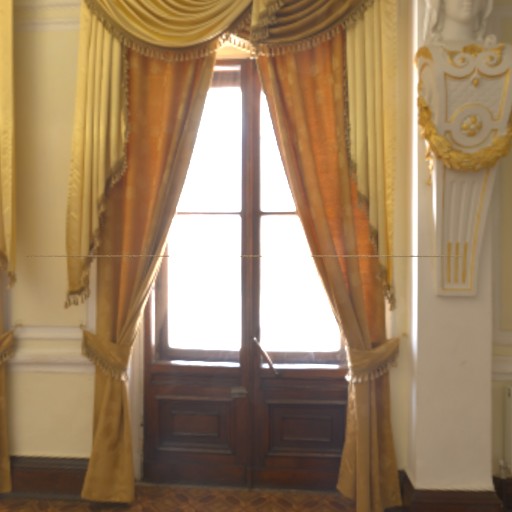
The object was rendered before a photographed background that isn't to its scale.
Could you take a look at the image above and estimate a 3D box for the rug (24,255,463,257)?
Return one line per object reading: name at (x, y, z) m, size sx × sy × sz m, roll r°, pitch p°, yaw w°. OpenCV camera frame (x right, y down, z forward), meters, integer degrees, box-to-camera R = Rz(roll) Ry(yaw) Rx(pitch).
rug at (0.000, 0.000, 3.718) m, size 2.895 × 0.006 × 1.981 m, roll 0°, pitch 0°, yaw 17°
